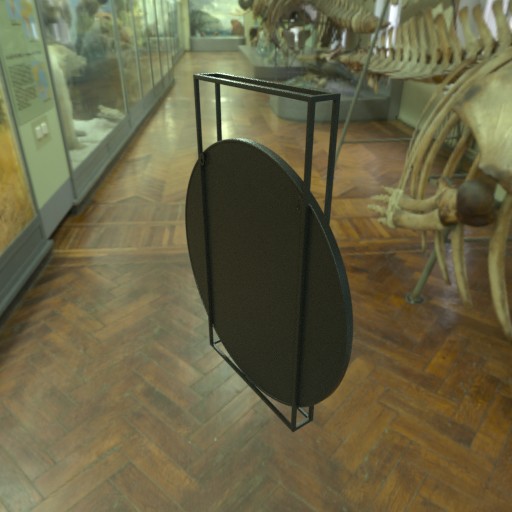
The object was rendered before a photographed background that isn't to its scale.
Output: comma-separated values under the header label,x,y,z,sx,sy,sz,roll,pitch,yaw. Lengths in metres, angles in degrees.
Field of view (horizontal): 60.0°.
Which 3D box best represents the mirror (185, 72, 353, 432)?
label,x,y,z,sx,sy,sz,roll,pitch,yaw
mirror,0.000,0.000,0.822,0.051,0.603,0.508,-18,33,-30
